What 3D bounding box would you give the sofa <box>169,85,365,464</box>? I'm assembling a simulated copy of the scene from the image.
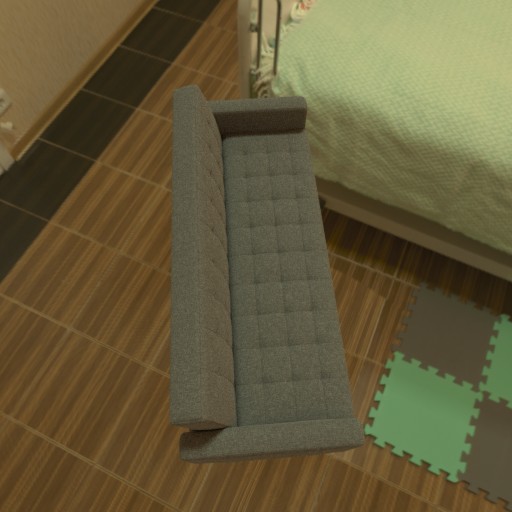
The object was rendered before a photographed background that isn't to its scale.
[{"bbox_3d":[0.000,0.000,2.454,0.810,0.850,2.040,-4,63,-2],"label":"sofa"}]
